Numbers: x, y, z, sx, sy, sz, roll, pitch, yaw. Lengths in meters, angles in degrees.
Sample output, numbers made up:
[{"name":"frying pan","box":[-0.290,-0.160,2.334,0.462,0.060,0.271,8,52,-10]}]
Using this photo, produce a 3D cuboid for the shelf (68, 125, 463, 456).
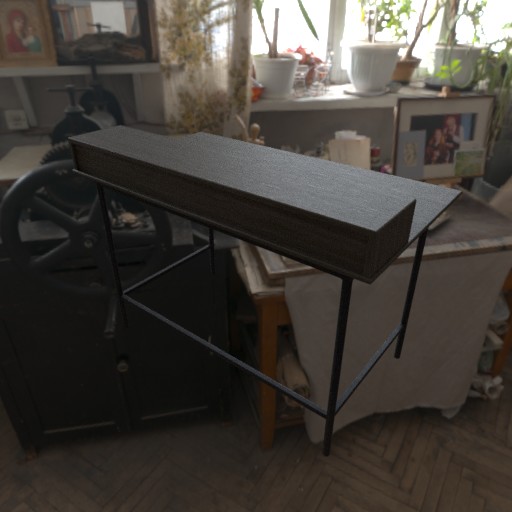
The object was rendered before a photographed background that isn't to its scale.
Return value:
[{"name":"shelf","box":[0.000,0.000,1.724,1.212,0.865,0.685,22,37,32]}]
